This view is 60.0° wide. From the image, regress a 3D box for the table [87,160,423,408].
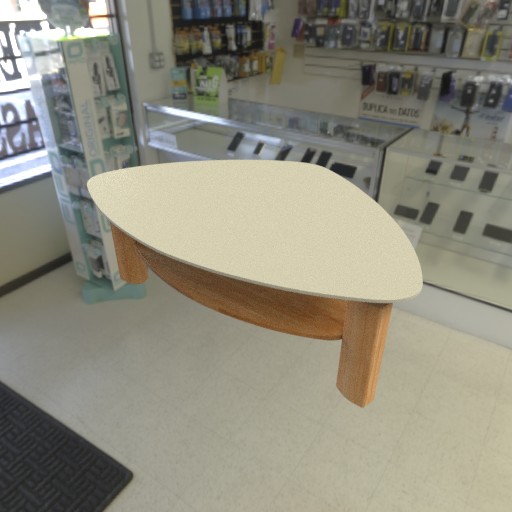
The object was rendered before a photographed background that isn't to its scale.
[{"bbox_3d":[0.000,0.000,1.608,1.250,0.440,0.850,22,37,31],"label":"table"}]
